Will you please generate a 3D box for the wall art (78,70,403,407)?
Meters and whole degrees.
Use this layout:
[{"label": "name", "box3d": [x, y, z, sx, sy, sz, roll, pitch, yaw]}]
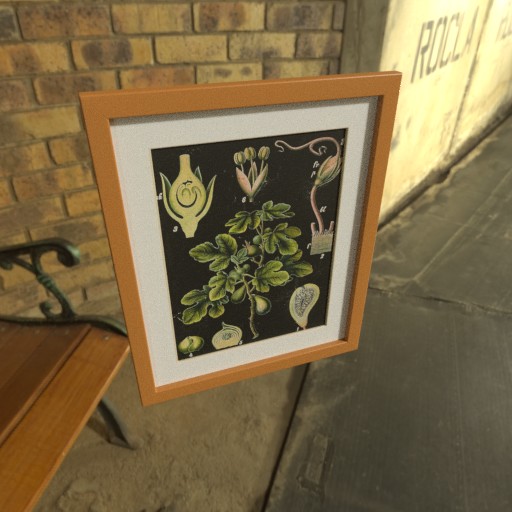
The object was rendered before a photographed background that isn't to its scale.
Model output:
[{"label": "wall art", "box3d": [0.000, 0.000, 0.508, 0.310, 0.379, 0.015, -11, 34, -16]}]
